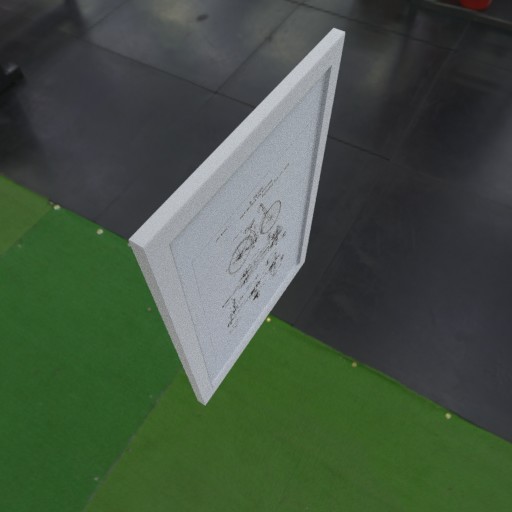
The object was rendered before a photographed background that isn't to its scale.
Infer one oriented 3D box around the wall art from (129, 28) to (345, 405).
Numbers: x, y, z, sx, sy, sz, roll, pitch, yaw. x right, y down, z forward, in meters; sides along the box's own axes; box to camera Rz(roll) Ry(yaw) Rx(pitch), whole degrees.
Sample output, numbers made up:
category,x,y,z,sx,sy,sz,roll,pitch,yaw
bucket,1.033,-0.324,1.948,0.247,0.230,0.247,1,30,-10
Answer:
category,x,y,z,sx,sy,sz,roll,pitch,yaw
wall art,0.000,0.000,0.607,0.015,0.477,0.332,29,62,17
